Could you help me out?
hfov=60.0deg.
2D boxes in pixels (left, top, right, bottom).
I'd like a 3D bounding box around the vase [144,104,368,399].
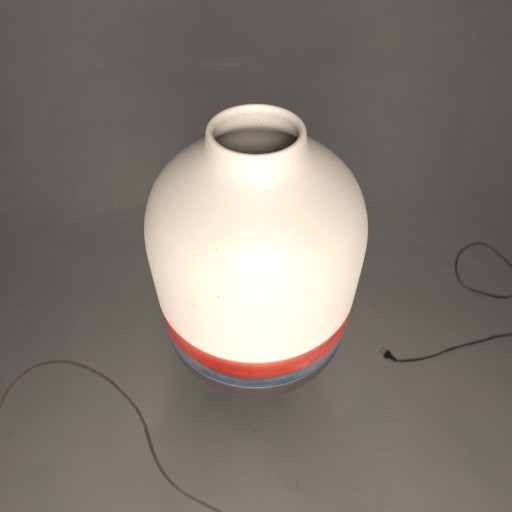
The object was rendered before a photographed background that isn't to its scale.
[{"bbox_3d":[0.000,0.000,0.366,0.169,0.237,0.169,0,47,0],"label":"vase"}]
